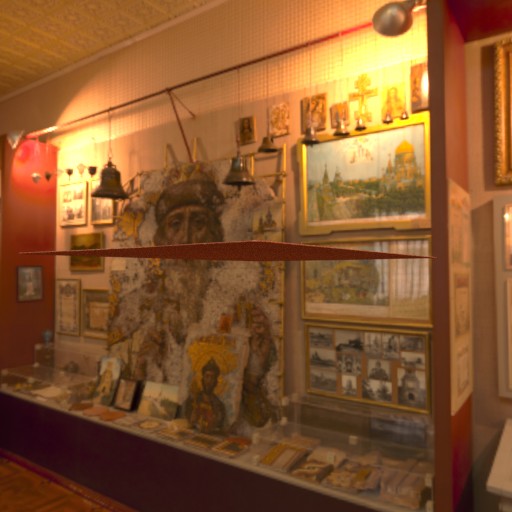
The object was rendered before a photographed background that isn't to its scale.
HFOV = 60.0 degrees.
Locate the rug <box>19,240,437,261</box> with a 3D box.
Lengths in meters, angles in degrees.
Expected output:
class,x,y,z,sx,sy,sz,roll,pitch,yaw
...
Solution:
class,x,y,z,sx,sy,sz,roll,pitch,yaw
rug,0.000,0.000,2.721,1.594,0.009,2.112,-2,-3,37
